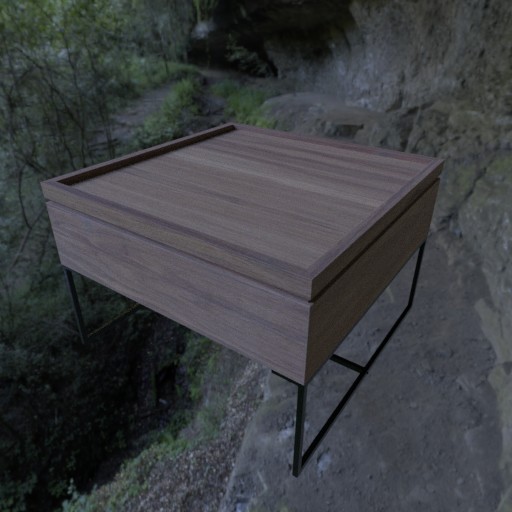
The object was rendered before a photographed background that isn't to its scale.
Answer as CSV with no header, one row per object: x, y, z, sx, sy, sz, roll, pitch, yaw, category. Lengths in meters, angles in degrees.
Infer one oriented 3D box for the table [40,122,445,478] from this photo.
0.000,0.000,1.153,0.679,0.464,0.676,20,35,30,table
